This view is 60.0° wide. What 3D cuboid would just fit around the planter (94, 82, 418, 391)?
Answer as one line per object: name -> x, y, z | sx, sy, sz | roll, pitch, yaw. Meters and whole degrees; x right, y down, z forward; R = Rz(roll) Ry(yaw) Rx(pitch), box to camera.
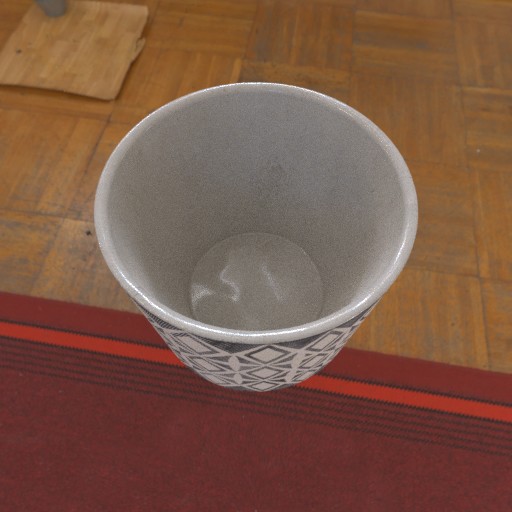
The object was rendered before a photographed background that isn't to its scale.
planter -> 0.000, 0.000, 0.455 | 0.260, 0.220, 0.260 | 0, 60, 0
